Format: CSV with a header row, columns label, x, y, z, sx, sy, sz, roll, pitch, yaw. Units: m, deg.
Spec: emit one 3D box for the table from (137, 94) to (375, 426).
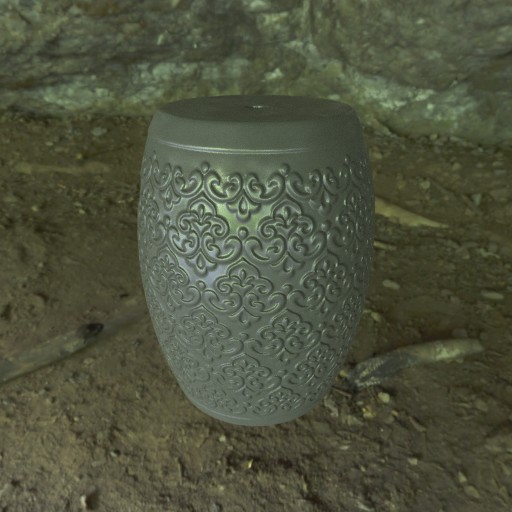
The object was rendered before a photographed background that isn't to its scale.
label,x,y,z,sx,sy,sz,roll,pitch,yaw
table,0.000,0.000,0.609,0.309,0.397,0.309,0,26,0
